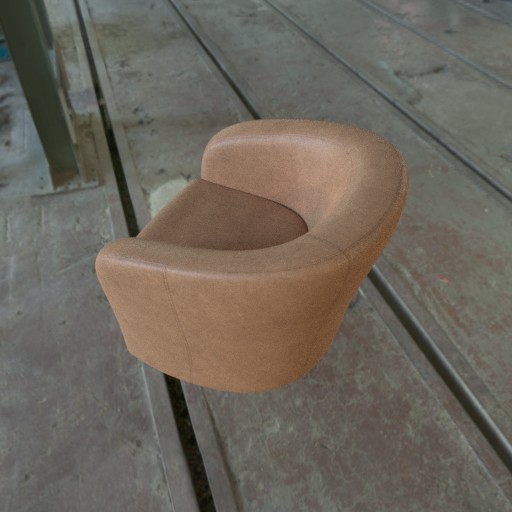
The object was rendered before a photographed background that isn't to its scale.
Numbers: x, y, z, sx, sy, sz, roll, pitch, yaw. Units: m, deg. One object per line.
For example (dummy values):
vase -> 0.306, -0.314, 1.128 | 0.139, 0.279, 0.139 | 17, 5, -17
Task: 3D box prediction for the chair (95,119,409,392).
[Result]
chair -> 0.000, 0.000, 1.476 | 0.815, 0.771, 0.791 | 18, 48, 17
